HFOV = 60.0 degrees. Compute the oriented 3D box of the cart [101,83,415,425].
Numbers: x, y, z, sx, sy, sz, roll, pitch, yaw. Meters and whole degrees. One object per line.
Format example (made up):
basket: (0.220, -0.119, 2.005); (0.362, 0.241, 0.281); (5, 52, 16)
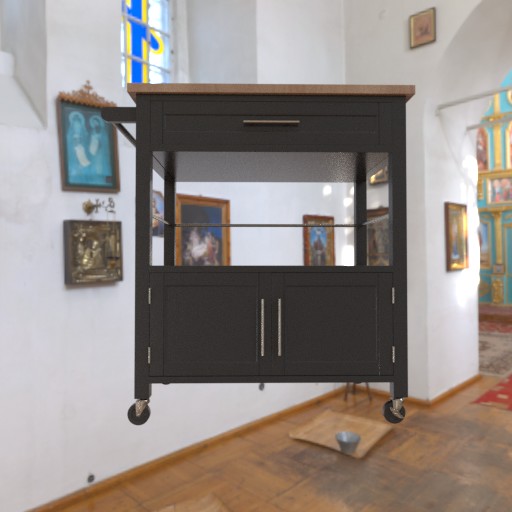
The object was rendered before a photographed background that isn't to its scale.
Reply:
cart: (0.000, 0.000, 1.388); (0.840, 0.901, 0.459); (0, -1, -1)
